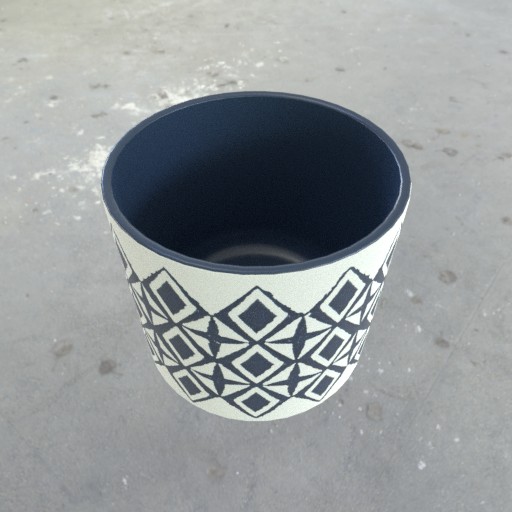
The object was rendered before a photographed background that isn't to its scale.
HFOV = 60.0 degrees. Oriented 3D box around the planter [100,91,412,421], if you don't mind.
[{"bbox_3d":[0.000,0.000,0.398,0.224,0.203,0.224,0,46,0],"label":"planter"}]
